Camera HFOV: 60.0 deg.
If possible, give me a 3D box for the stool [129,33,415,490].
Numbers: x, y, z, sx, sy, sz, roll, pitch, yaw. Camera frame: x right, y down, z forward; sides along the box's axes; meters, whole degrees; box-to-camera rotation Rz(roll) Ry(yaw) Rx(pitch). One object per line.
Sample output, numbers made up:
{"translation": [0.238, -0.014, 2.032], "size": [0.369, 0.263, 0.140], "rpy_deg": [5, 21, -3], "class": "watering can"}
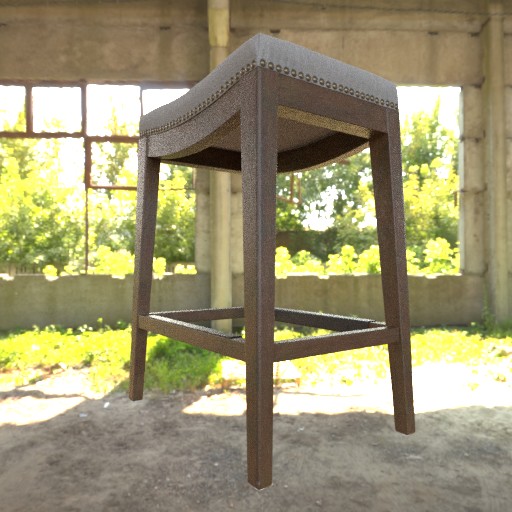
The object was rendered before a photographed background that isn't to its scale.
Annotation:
{"translation": [0.000, 0.000, 0.919], "size": [0.356, 0.660, 0.508], "rpy_deg": [1, -1, -36], "class": "stool"}
